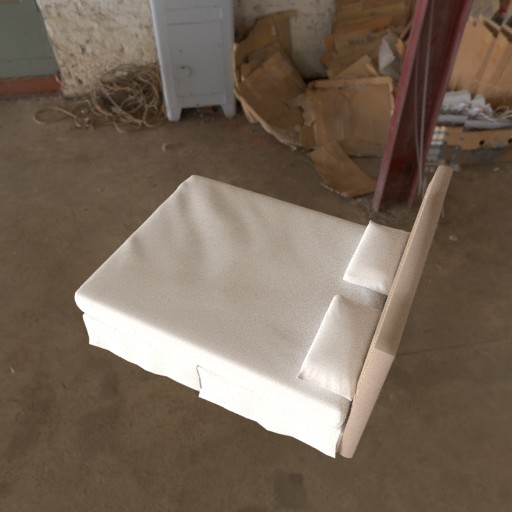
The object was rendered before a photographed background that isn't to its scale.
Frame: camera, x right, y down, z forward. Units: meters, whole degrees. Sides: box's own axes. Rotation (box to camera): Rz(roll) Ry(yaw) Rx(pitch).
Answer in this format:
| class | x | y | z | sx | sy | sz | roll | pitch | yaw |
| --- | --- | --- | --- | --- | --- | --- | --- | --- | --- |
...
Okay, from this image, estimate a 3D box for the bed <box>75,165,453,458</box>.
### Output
| class | x | y | z | sx | sy | sz | roll | pitch | yaw |
| --- | --- | --- | --- | --- | --- | --- | --- | --- | --- |
| bed | 0.000 | 0.000 | 3.400 | 2.282 | 1.436 | 1.821 | 19 | 49 | 18 |
